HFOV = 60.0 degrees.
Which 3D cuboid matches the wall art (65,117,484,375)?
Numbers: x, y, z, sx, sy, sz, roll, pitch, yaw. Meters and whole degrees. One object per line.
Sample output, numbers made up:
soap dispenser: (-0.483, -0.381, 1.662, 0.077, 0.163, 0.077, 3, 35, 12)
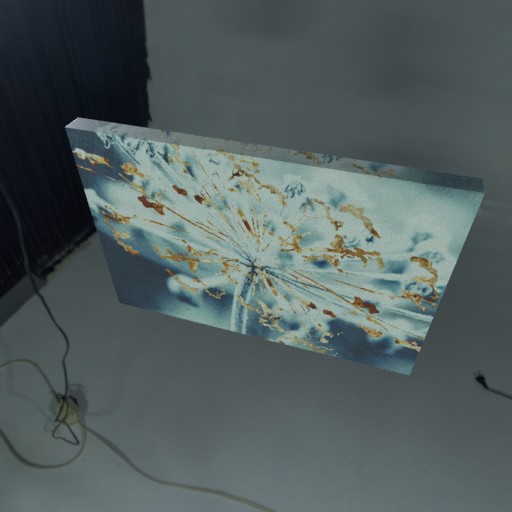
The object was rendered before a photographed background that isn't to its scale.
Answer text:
wall art: (0.000, 0.000, 0.768, 0.607, 0.405, 0.036, 12, 44, 13)
